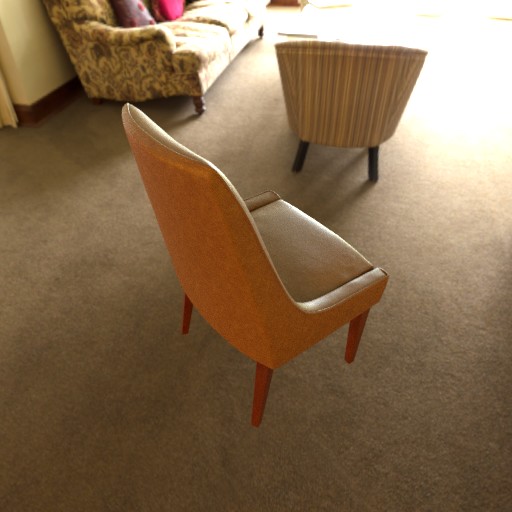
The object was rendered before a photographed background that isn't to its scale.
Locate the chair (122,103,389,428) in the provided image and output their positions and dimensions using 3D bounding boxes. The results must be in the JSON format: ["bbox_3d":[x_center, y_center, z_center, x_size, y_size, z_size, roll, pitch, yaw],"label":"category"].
[{"bbox_3d":[0.000,0.000,1.222,0.544,0.861,0.529,-26,47,-27],"label":"chair"}]
